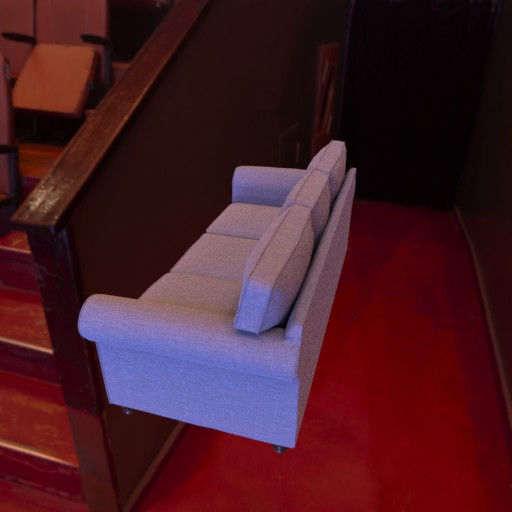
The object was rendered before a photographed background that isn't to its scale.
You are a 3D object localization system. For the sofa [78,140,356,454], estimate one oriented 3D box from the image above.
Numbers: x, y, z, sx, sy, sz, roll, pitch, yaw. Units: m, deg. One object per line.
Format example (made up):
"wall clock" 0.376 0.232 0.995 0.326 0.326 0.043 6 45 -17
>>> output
"sofa" 0.000 0.000 2.589 0.916 0.961 2.084 8 29 15
